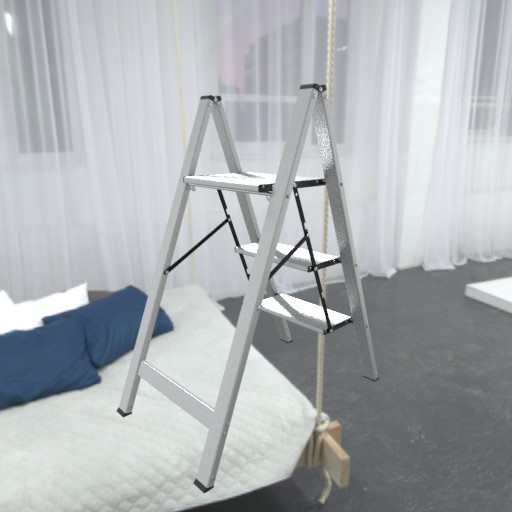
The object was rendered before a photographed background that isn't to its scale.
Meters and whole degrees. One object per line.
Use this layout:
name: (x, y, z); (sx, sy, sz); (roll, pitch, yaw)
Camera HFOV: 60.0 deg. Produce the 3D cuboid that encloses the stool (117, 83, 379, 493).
stool: (0.000, 0.000, 1.286); (0.730, 0.902, 0.441); (-14, 20, -41)
